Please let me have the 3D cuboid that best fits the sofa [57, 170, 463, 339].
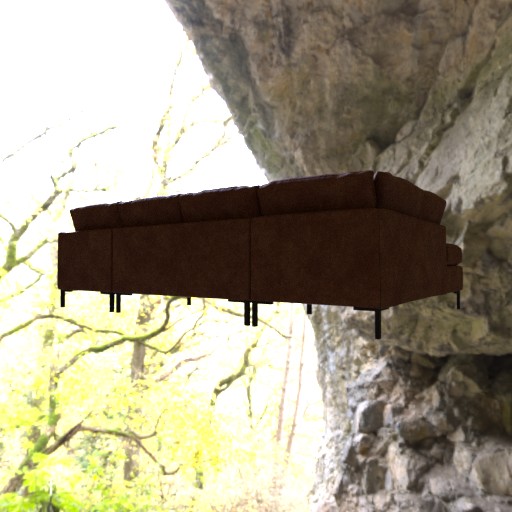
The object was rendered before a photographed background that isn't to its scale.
[{"bbox_3d":[0.000,0.000,3.834,2.956,0.900,1.939,-1,-1,36],"label":"sofa"}]
